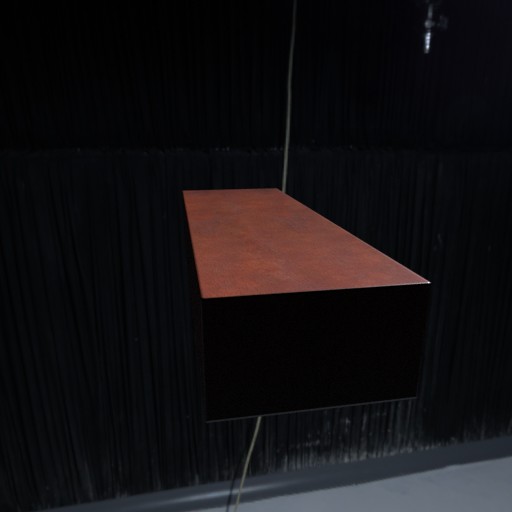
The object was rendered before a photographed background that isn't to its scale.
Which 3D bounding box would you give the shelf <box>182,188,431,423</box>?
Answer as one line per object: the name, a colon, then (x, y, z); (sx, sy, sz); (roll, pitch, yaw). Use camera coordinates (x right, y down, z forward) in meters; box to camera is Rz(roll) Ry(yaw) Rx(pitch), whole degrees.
shelf: (0.000, 0.000, 0.509); (0.152, 0.088, 0.457); (-3, 17, -10)
